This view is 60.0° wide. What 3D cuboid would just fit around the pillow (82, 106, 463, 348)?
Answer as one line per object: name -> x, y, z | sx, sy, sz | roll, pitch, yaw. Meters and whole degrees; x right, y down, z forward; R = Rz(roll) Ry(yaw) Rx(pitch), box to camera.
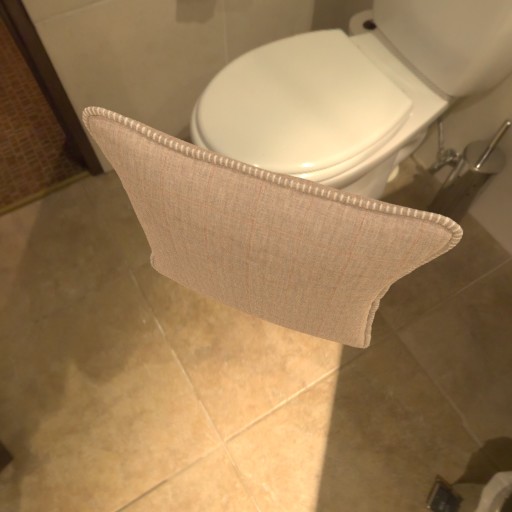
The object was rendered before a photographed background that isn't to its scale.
pillow -> 0.000, 0.000, 0.724 | 0.485, 0.494, 0.124 | 20, 65, 10
